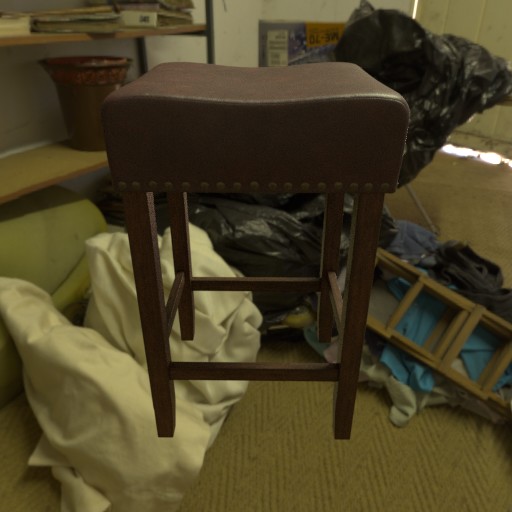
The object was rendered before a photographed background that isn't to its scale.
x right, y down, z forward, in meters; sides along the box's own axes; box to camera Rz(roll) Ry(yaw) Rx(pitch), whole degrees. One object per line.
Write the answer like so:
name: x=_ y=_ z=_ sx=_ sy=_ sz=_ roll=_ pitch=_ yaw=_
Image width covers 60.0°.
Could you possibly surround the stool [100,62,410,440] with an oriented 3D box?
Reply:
stool: x=0.000 y=0.000 z=0.999 sx=0.465 sy=0.769 sz=0.401 roll=0 pitch=30 yaw=1
